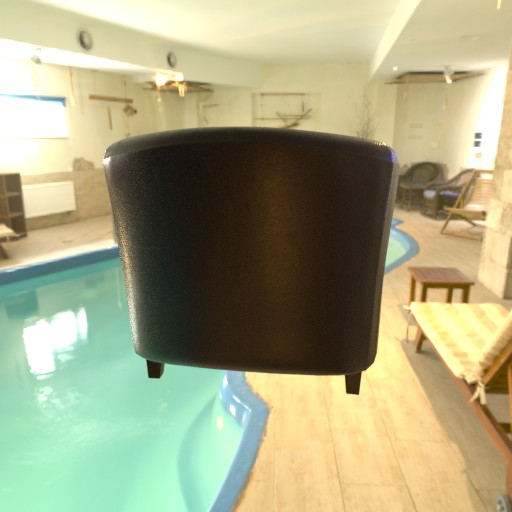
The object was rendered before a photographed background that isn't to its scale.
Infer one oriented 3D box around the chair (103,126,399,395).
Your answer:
[{"bbox_3d":[0.000,0.000,1.367,0.793,0.756,0.727,2,16,8],"label":"chair"}]
